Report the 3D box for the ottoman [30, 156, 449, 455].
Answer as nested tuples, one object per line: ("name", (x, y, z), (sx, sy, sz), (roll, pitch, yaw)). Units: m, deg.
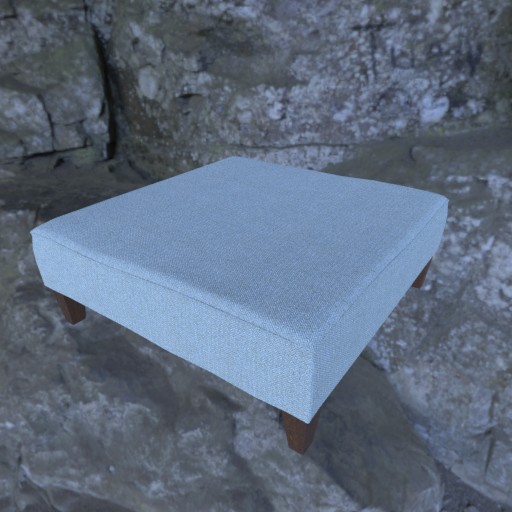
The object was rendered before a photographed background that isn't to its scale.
("ottoman", (0.000, 0.000, 1.503), (0.968, 0.379, 1.004), (18, 33, 31))
